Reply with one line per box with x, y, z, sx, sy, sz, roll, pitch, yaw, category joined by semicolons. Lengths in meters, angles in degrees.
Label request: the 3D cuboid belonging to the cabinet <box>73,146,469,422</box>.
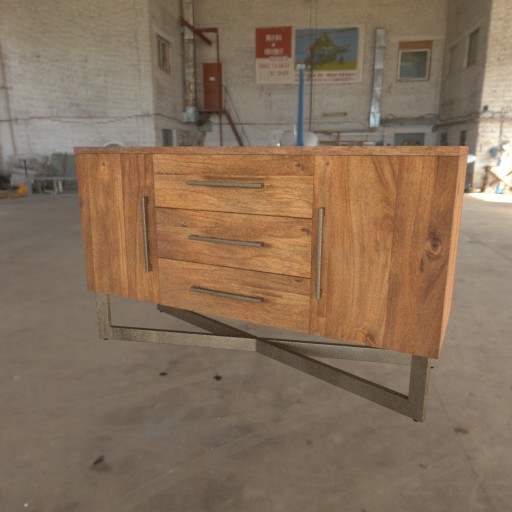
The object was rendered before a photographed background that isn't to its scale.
0.000;0.000;1.694;1.373;0.812;0.480;7;15;27;cabinet
